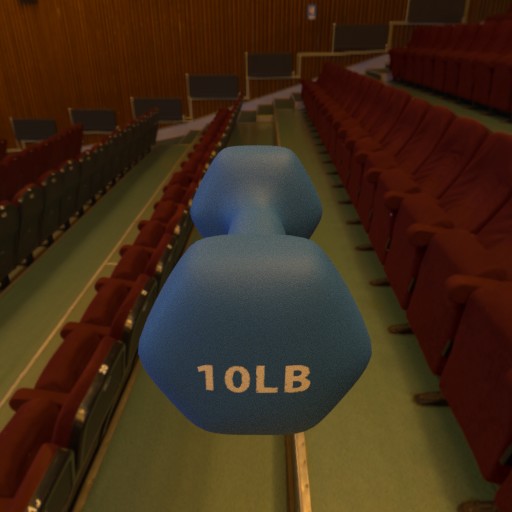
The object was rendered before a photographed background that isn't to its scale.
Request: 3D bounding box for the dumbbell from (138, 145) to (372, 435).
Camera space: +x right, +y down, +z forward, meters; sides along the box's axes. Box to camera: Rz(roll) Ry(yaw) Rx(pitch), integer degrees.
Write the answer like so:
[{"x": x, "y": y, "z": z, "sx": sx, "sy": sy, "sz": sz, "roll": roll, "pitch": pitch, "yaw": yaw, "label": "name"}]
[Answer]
[{"x": 0.000, "y": 0.000, "z": 0.270, "sx": 0.103, "sy": 0.093, "sz": 0.212, "roll": 0, "pitch": 27, "yaw": 1, "label": "dumbbell"}]
